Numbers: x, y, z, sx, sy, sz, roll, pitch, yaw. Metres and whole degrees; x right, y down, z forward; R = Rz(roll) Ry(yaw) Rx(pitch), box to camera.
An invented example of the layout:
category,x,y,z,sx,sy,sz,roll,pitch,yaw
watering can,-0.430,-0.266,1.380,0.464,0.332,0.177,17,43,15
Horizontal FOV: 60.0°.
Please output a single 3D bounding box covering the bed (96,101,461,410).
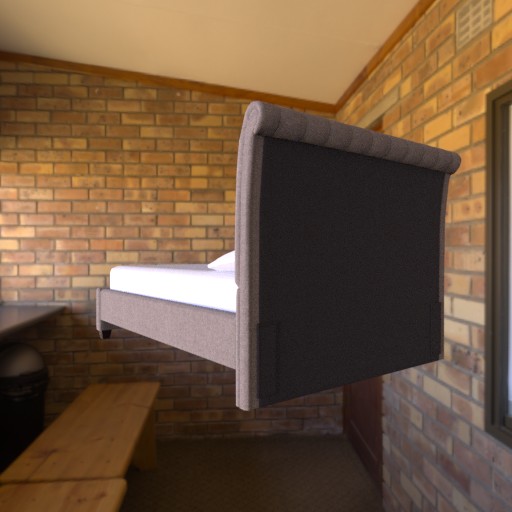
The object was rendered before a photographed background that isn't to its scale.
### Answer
category,x,y,z,sx,sy,sz,roll,pitch,yaw
bed,0.000,0.000,3.272,1.645,1.371,2.252,0,0,-37
